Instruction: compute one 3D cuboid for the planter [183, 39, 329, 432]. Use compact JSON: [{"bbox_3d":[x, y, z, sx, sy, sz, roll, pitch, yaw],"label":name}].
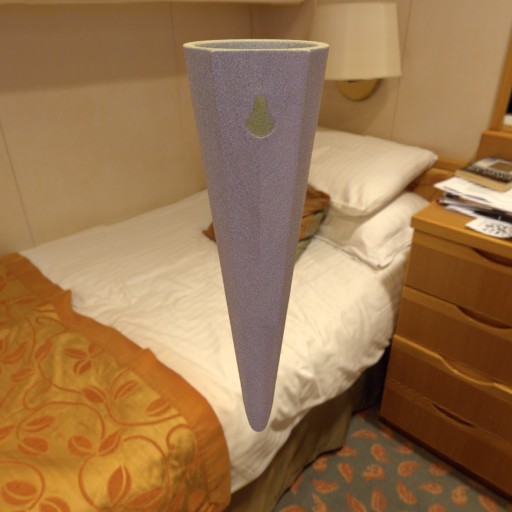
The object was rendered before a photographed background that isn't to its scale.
[{"bbox_3d":[0.000,0.000,0.221,0.057,0.191,0.064,-1,29,-3],"label":"planter"}]
